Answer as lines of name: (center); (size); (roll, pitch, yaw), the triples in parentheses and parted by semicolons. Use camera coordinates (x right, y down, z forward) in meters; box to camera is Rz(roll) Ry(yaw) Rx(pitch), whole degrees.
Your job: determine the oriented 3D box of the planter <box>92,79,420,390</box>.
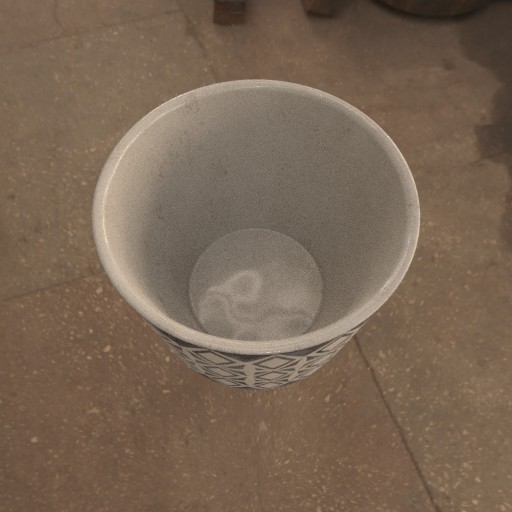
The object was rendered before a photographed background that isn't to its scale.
planter: (0.000, 0.000, 0.452); (0.260, 0.220, 0.260); (0, 63, 0)
